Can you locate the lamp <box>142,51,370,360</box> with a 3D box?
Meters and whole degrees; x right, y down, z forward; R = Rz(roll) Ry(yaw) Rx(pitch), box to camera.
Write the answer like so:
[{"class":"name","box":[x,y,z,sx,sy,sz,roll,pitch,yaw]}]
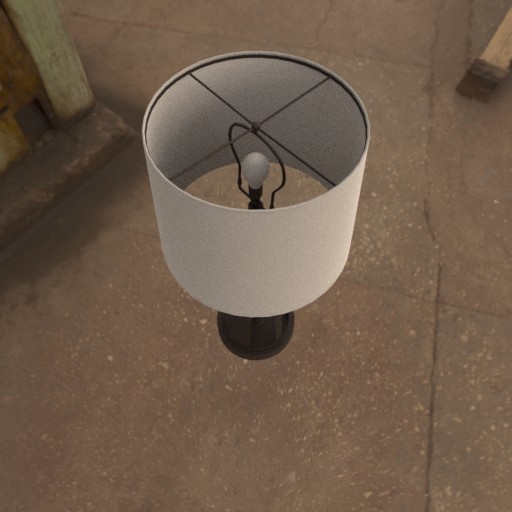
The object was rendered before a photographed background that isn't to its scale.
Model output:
[{"class":"lamp","box":[0.000,0.000,0.649,0.251,0.509,0.251,0,59,0]}]
